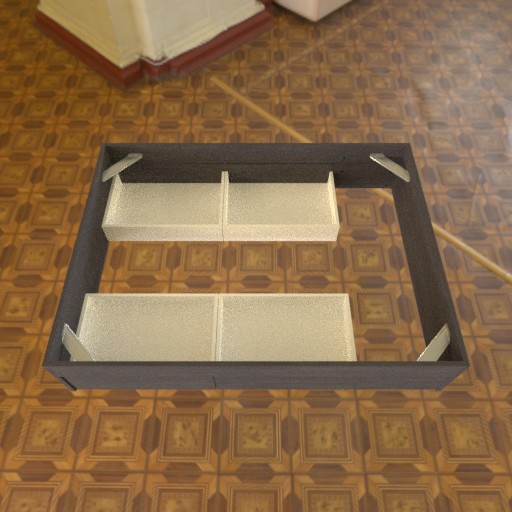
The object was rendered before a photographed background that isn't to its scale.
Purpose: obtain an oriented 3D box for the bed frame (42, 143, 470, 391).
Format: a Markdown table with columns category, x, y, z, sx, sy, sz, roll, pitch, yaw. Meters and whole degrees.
| category | x | y | z | sx | sy | sz | roll | pitch | yaw |
| --- | --- | --- | --- | --- | --- | --- | --- | --- | --- |
| bed frame | 0.000 | 0.000 | 2.569 | 1.944 | 0.459 | 1.448 | 0 | 57 | 0 |
